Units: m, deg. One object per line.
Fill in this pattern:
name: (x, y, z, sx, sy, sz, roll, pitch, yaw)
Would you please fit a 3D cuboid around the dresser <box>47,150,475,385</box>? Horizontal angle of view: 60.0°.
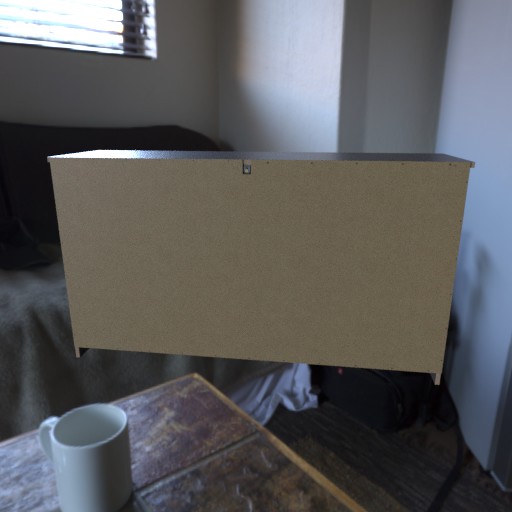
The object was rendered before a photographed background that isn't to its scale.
dresser: (0.000, 0.000, 1.693, 1.360, 0.755, 0.401, 2, 17, 8)
